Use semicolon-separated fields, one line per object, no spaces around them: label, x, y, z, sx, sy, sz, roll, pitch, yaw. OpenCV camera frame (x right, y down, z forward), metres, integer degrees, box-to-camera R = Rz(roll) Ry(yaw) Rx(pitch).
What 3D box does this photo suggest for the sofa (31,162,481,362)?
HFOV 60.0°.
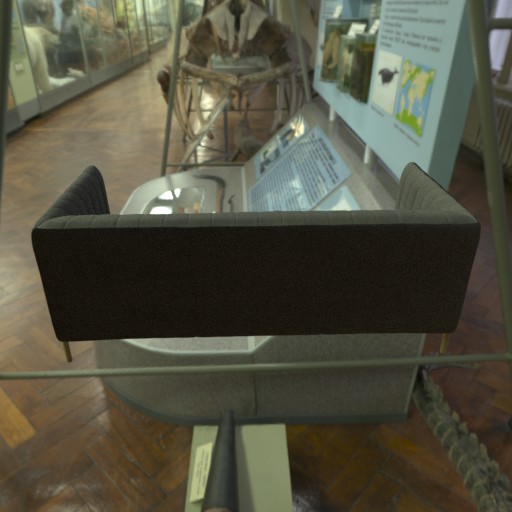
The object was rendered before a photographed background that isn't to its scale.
sofa;0.000;0.000;2.390;1.980;0.780;0.876;-1;29;-2
